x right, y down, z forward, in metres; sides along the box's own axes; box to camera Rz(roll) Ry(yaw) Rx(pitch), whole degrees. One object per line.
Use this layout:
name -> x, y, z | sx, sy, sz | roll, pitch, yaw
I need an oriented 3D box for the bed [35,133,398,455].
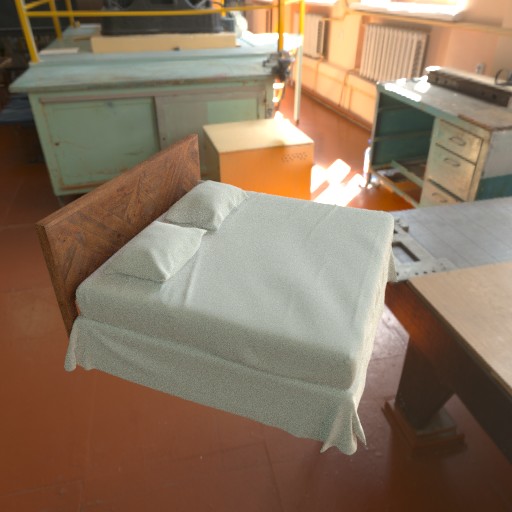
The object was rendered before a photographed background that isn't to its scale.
bed -> 0.000, 0.000, 3.486 | 2.165, 1.158, 2.255 | 11, 34, 18
